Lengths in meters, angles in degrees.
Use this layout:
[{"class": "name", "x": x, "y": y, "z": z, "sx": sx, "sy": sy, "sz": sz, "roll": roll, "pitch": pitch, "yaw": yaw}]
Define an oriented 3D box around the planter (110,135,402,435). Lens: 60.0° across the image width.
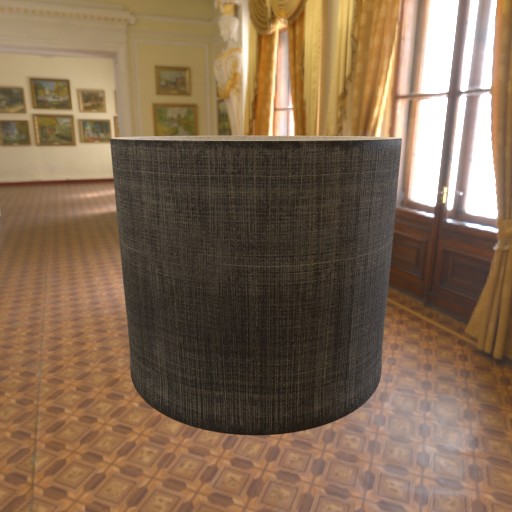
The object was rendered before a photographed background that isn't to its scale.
[{"class": "planter", "x": 0.000, "y": 0.000, "z": 0.304, "sx": 0.178, "sy": 0.157, "sz": 0.178, "roll": 0, "pitch": 16, "yaw": 0}]
